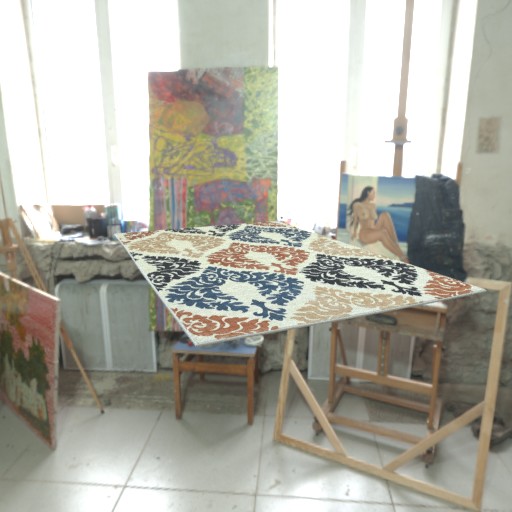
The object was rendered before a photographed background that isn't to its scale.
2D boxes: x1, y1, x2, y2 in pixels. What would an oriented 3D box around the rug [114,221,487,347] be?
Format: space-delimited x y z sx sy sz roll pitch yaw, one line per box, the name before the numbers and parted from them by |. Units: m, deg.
rug | 0.000 0.000 2.910 1.514 0.014 2.275 -6 15 -24
